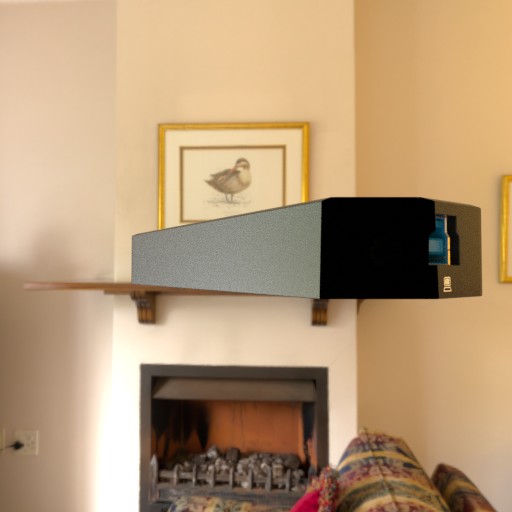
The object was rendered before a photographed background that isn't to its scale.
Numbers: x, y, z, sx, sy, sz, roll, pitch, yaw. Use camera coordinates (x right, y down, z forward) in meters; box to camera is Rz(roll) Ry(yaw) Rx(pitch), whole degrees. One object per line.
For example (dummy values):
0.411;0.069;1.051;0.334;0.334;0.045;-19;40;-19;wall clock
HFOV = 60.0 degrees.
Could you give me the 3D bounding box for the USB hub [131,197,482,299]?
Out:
0.000;0.000;0.160;0.044;0.023;0.145;1;-2;-35;USB hub
